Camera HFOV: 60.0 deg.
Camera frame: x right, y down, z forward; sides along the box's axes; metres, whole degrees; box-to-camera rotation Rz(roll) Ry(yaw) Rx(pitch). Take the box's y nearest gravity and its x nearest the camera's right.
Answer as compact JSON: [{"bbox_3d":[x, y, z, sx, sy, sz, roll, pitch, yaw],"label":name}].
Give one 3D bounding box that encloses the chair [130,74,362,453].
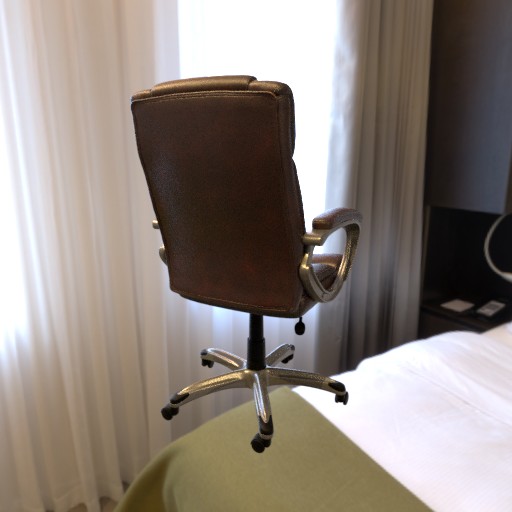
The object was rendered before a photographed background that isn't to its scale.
[{"bbox_3d":[0.000,0.000,1.590,0.656,1.128,0.692,7,15,28],"label":"chair"}]
